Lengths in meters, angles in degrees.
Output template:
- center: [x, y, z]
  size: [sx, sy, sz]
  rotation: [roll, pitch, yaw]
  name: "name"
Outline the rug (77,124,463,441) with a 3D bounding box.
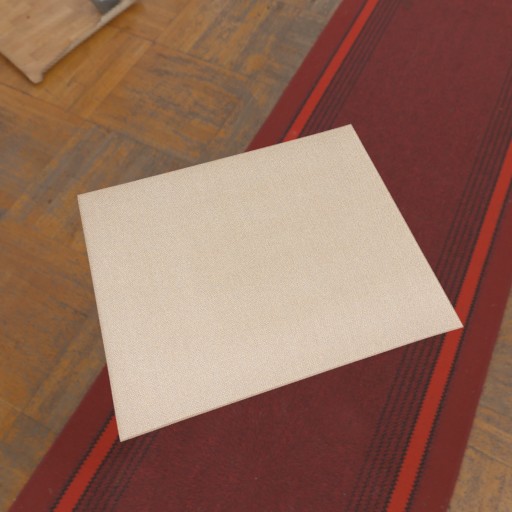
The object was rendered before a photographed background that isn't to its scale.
- center: [0.000, 0.000, 4.205]
  size: [3.039, 0.018, 2.462]
  rotation: [-16, 65, -8]
  name: "rug"
